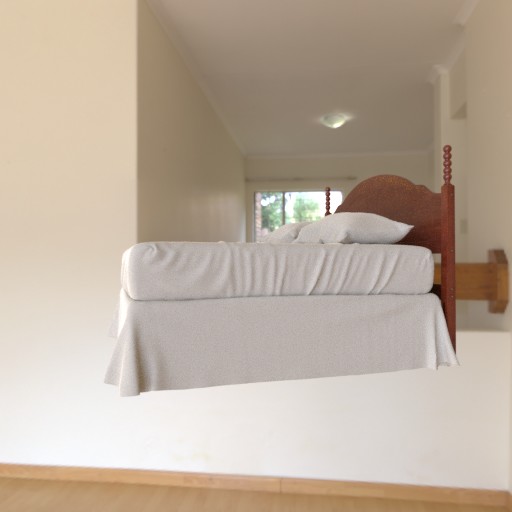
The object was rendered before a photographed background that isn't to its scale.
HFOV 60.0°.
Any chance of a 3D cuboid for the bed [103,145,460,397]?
[{"bbox_3d":[0.000,0.000,3.174,2.040,1.356,1.873,0,-1,-18],"label":"bed"}]
